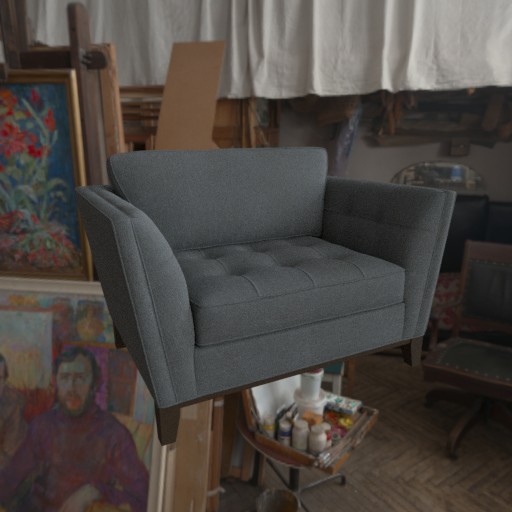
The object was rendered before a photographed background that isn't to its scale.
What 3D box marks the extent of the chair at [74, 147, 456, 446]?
[{"bbox_3d":[0.000,0.000,2.018,1.396,0.942,0.965,-8,17,-26],"label":"chair"}]
